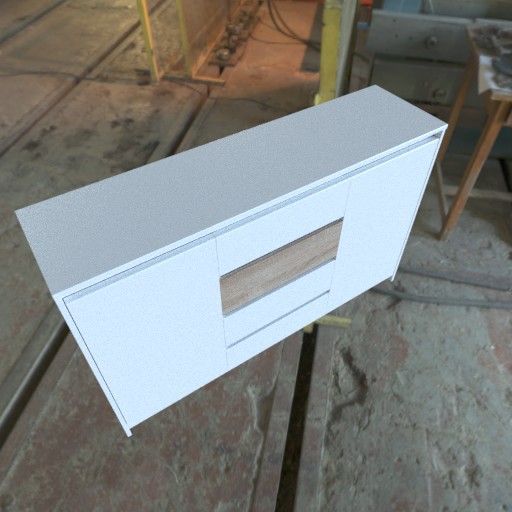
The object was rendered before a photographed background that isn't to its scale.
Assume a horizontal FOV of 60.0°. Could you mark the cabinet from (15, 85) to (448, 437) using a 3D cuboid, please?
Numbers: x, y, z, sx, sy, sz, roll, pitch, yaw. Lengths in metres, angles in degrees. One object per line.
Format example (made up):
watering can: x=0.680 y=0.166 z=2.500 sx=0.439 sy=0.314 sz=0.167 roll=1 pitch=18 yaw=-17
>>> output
cabinet: x=0.000 y=0.000 z=1.795 sx=1.450 sy=0.900 sz=0.380 roll=-26 pitch=52 yaw=-22
